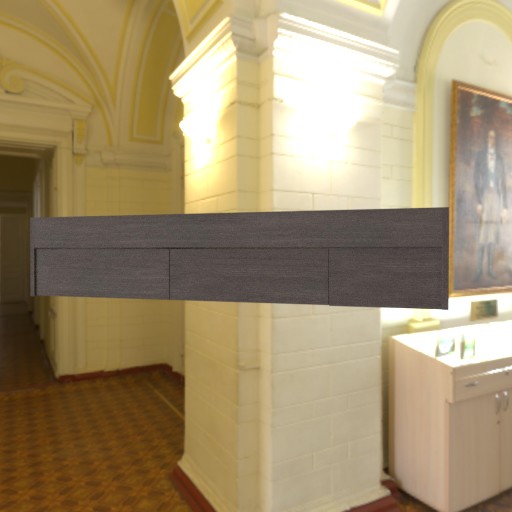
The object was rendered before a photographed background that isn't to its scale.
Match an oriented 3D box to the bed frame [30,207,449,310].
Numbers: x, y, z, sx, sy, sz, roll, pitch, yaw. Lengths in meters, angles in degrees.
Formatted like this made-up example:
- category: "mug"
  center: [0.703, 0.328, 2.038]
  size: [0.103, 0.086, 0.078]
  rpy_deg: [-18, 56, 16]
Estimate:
- category: "bed frame"
  center: [0.000, 0.000, 2.656]
  size: [1.944, 0.459, 1.448]
  rpy_deg: [0, 1, 16]
